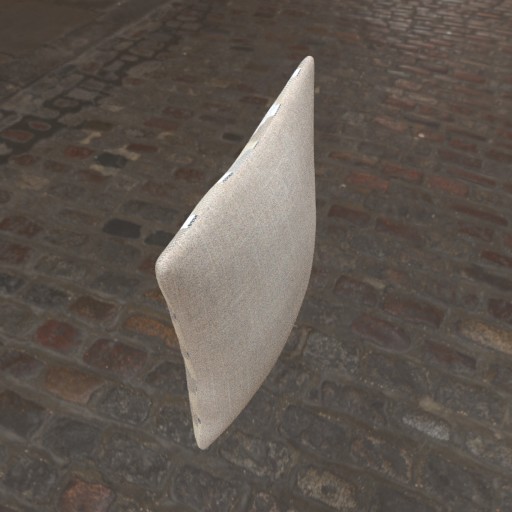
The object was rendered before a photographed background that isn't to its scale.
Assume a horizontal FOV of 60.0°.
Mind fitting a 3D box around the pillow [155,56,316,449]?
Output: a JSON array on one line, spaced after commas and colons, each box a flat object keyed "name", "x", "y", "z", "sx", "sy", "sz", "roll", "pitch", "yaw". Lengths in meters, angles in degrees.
[{"name": "pillow", "x": 0.000, "y": 0.000, "z": 0.858, "sx": 0.192, "sy": 0.558, "sz": 0.578, "roll": 16, "pitch": 49, "yaw": 15}]
